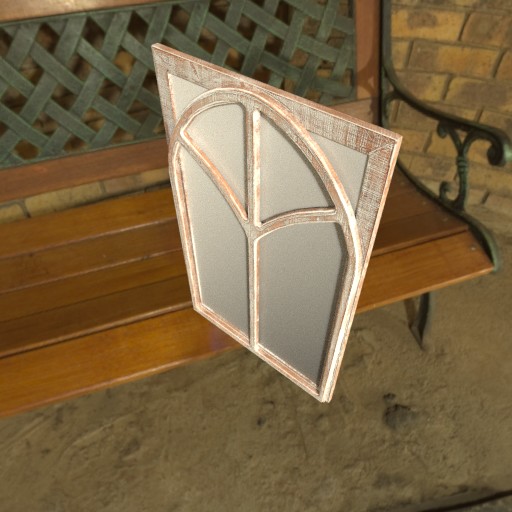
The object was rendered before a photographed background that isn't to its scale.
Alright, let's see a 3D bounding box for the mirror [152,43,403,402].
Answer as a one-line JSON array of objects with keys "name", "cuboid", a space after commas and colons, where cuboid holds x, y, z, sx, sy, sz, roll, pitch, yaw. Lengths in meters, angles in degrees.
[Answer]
[{"name": "mirror", "cuboid": [0.000, 0.000, 0.985, 0.495, 0.787, 0.058, 31, 54, 26]}]
